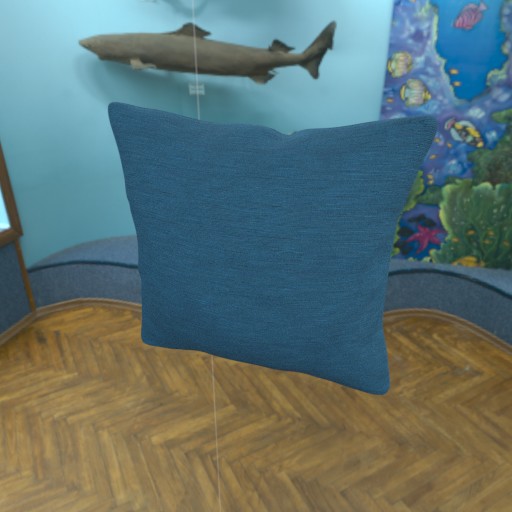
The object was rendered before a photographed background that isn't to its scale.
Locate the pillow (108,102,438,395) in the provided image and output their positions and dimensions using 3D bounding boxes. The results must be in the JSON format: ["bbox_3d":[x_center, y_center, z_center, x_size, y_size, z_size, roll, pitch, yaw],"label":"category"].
[{"bbox_3d":[0.000,0.000,0.654,0.437,0.420,0.177,8,27,16],"label":"pillow"}]
